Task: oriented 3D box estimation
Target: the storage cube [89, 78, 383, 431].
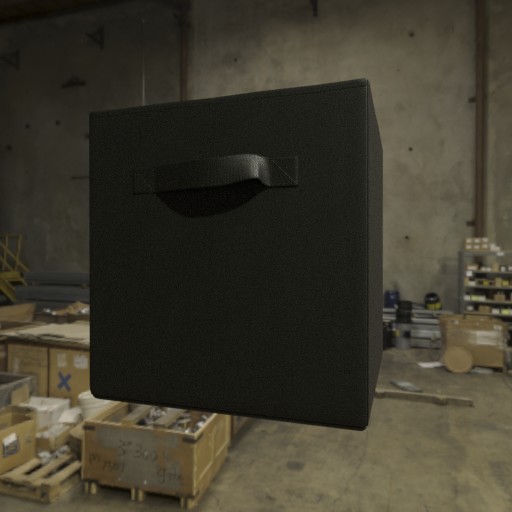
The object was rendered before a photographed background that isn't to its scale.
[{"bbox_3d":[0.000,0.000,0.500,0.270,0.280,0.270,0,0,18],"label":"storage cube"}]
